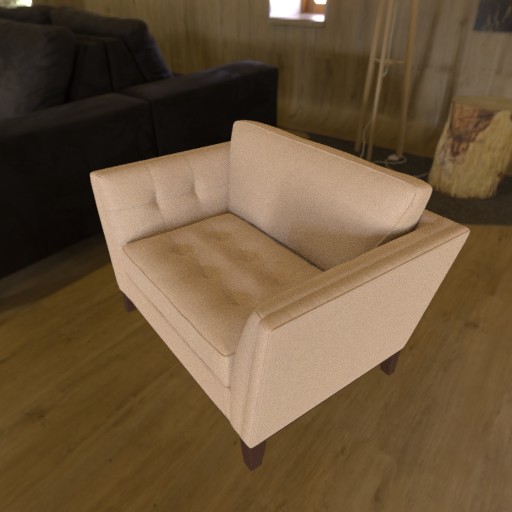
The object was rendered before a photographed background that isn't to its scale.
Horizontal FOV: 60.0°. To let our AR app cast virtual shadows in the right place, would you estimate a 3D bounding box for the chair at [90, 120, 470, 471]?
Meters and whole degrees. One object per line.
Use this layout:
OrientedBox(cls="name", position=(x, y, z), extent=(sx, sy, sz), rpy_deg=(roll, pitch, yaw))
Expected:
OrientedBox(cls="chair", position=(0.000, 0.000, 2.031), extent=(0.965, 0.940, 1.397), rpy_deg=(-22, 38, -30))
